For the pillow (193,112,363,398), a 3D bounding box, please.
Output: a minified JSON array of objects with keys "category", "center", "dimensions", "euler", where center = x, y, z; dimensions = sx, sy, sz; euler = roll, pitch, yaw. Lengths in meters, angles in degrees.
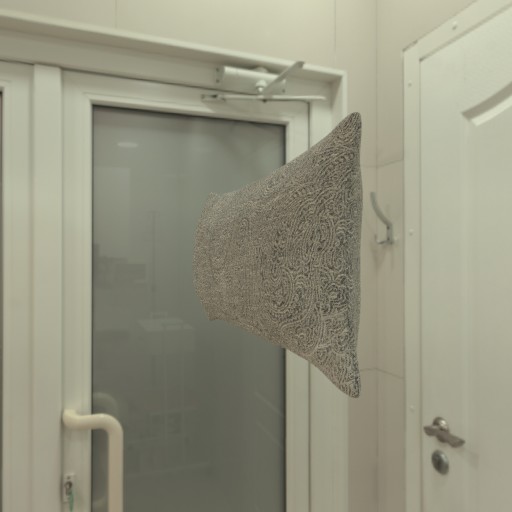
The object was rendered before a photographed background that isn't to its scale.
[{"category":"pillow","center":[0.000,0.000,0.739],"dimensions":[0.151,0.295,0.615],"euler":[0,-1,-20]}]
